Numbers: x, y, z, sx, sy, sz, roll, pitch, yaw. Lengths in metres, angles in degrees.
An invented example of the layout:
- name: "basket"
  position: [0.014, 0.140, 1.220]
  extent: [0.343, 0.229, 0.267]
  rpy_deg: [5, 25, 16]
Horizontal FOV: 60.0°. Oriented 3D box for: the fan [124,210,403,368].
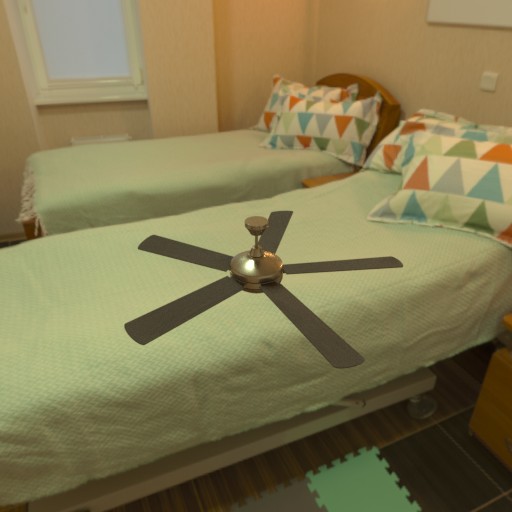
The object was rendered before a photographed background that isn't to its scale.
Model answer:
- name: "fan"
  position: [0.000, 0.000, 2.040]
  extent: [1.321, 0.356, 1.321]
  rpy_deg: [21, 36, 31]
